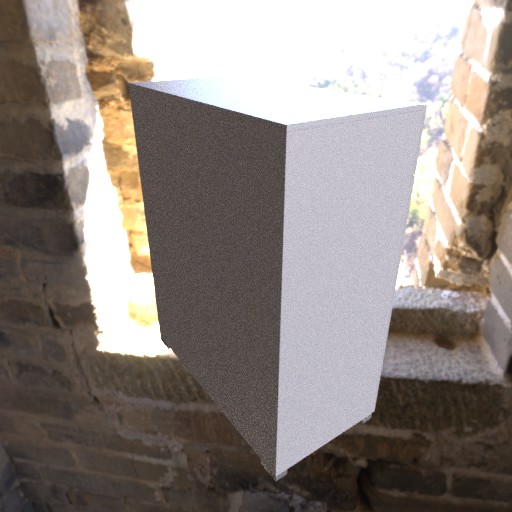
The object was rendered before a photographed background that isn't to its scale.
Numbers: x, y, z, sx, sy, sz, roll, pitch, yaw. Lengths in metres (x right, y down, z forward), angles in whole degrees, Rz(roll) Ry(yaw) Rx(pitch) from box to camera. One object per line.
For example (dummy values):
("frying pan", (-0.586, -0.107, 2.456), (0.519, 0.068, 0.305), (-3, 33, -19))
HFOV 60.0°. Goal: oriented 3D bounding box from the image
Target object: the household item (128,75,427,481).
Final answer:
("household item", (0.000, 0.000, 1.441), (0.420, 1.010, 0.790), (-18, 33, -31))
